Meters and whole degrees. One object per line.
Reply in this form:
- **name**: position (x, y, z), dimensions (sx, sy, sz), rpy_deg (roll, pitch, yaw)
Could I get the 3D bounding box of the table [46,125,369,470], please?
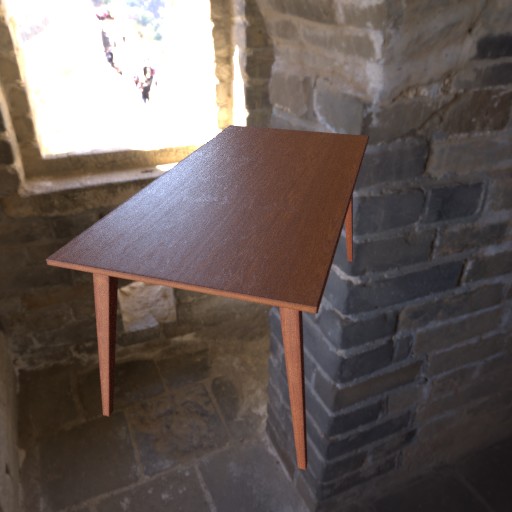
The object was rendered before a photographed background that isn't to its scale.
- **table**: position (0.000, 0.000, 2.058), dimensions (0.811, 0.755, 1.609), rpy_deg (9, 32, 14)
